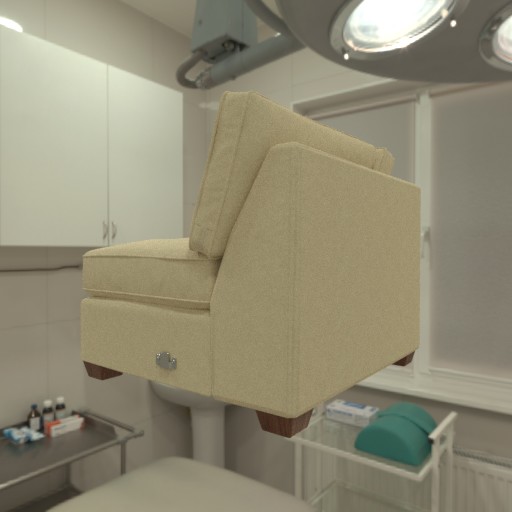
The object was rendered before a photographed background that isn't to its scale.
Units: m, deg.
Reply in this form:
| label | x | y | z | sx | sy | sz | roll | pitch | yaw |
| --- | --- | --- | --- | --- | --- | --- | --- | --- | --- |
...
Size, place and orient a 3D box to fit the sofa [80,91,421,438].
| label | x | y | z | sx | sy | sz | roll | pitch | yaw |
| --- | --- | --- | --- | --- | --- | --- | --- | --- | --- |
| sofa | 0.000 | 0.000 | 1.939 | 1.084 | 1.002 | 1.146 | 1 | 1 | 37 |
